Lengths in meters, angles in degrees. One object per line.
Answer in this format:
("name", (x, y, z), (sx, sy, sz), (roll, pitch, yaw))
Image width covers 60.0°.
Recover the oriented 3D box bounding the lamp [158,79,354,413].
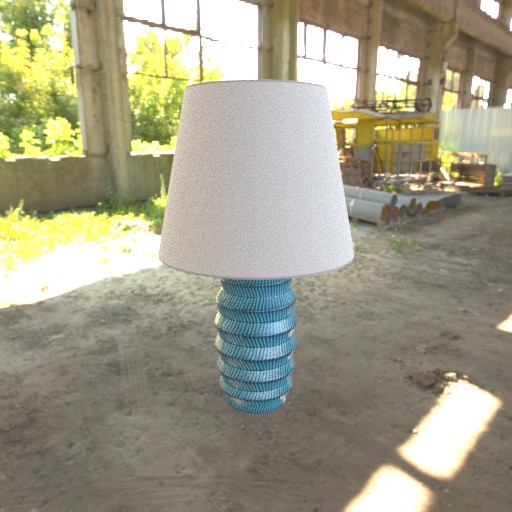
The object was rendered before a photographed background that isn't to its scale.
("lamp", (0.000, 0.000, 0.821), (0.355, 0.582, 0.355), (0, 14, 0))
